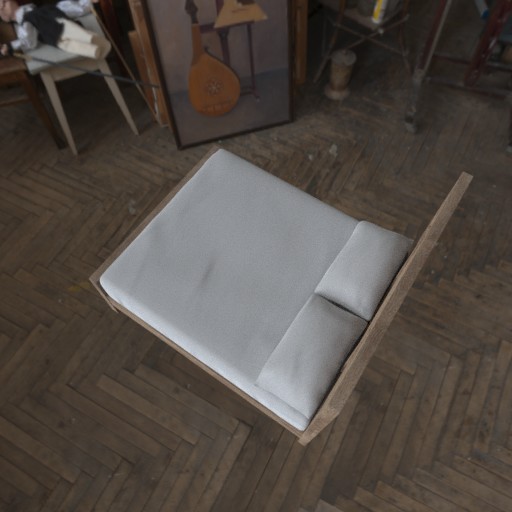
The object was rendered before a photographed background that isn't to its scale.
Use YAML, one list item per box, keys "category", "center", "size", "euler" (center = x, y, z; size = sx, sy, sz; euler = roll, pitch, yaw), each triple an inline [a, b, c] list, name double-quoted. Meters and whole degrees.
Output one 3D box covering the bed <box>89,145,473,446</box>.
- category: "bed"
  center: [0.000, 0.000, 3.284]
  size: [2.017, 1.631, 1.615]
  euler: [31, 66, 15]
